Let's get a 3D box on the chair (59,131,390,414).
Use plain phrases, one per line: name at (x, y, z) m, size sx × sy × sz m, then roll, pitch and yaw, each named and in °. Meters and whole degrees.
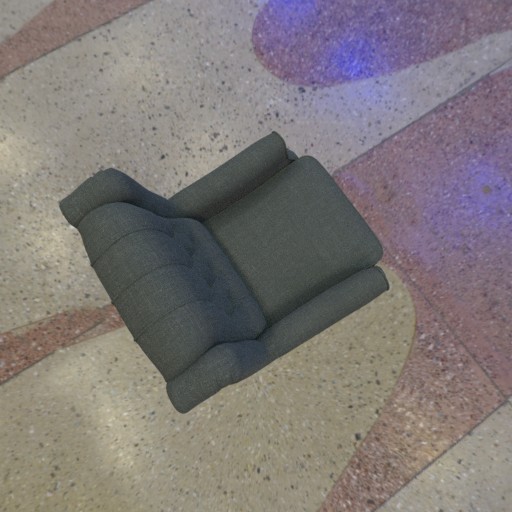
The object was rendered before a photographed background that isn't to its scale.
chair at (0.000, 0.000, 1.643) m, size 0.898 × 1.035 × 0.742 m, roll -32°, pitch 77°, yaw -8°
